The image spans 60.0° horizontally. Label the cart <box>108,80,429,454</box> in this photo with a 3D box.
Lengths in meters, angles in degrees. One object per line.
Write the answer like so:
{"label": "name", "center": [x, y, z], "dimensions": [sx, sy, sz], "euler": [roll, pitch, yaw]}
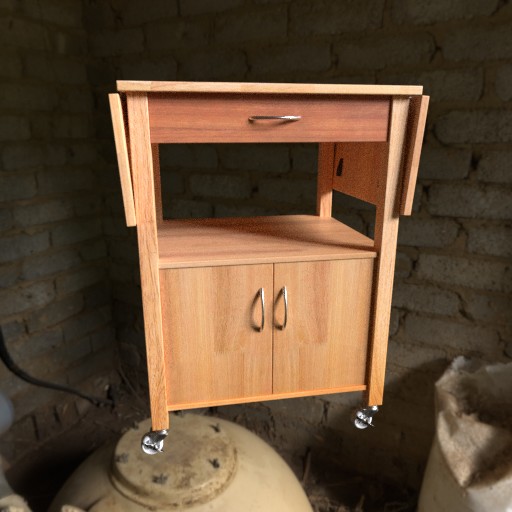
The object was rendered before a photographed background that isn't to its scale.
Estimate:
{"label": "cart", "center": [0.000, 0.000, 1.212], "dimensions": [0.640, 0.838, 0.508], "euler": [-3, 16, -10]}
